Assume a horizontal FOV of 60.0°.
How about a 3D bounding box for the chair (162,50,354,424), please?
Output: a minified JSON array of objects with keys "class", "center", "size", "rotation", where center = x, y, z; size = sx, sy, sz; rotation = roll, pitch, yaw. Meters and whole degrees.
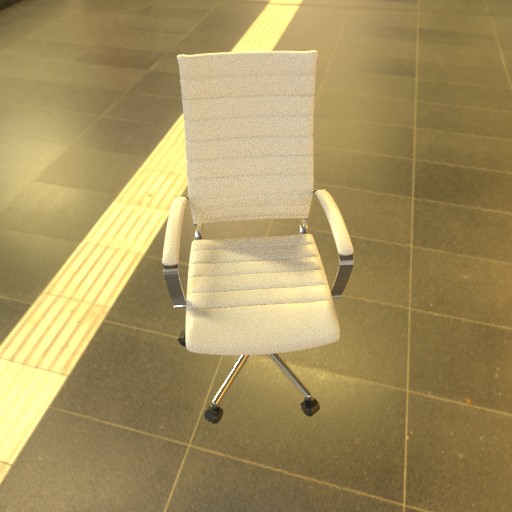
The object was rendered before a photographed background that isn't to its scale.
[{"class":"chair","center":[0.000,0.000,1.541],"size":[0.679,1.149,0.679],"rotation":[-3,45,-3]}]
